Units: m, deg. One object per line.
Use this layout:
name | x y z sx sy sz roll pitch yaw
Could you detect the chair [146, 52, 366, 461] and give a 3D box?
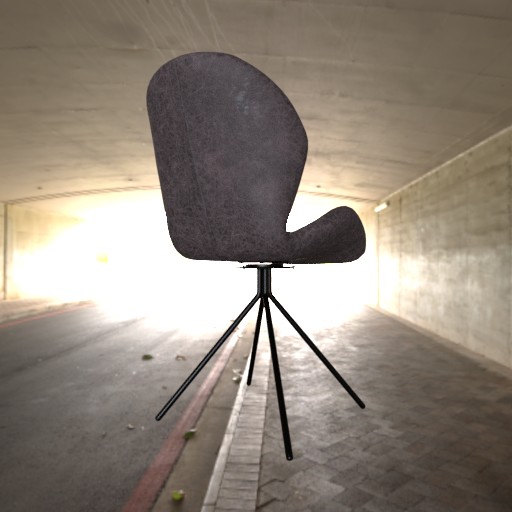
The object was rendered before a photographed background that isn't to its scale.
chair | 0.000 0.000 1.275 0.527 0.934 0.640 0 -1 35
